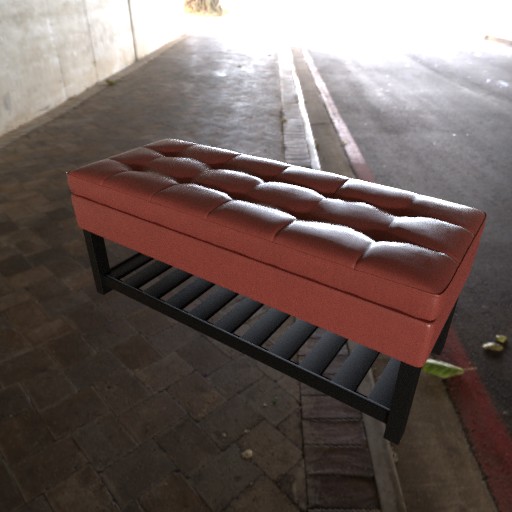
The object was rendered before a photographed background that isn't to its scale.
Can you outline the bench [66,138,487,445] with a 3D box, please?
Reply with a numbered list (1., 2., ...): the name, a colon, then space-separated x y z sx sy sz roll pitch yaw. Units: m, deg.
1. bench: 0.000 0.000 1.313 1.105 0.460 0.432 20 36 29
